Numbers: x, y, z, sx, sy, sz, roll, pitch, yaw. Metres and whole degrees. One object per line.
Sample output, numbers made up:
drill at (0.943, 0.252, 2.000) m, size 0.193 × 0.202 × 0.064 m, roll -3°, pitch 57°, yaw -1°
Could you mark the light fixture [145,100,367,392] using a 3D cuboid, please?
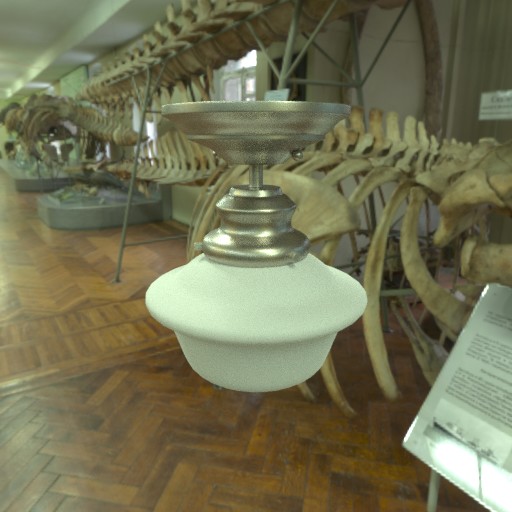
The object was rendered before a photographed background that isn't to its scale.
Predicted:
light fixture at (0.000, 0.000, 0.398) m, size 0.199 × 0.254 × 0.199 m, roll 0°, pitch 15°, yaw 0°
